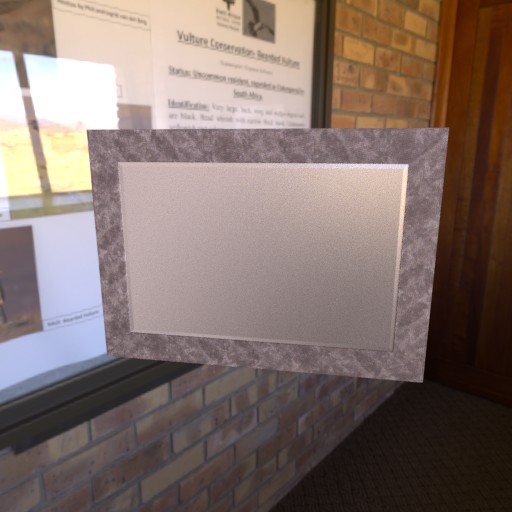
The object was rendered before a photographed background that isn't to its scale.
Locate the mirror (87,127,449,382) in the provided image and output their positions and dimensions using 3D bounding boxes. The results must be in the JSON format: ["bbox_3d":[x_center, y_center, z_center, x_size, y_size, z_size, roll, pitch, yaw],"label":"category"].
[{"bbox_3d":[0.000,0.000,1.441,1.101,0.795,0.022,2,15,9],"label":"mirror"}]
